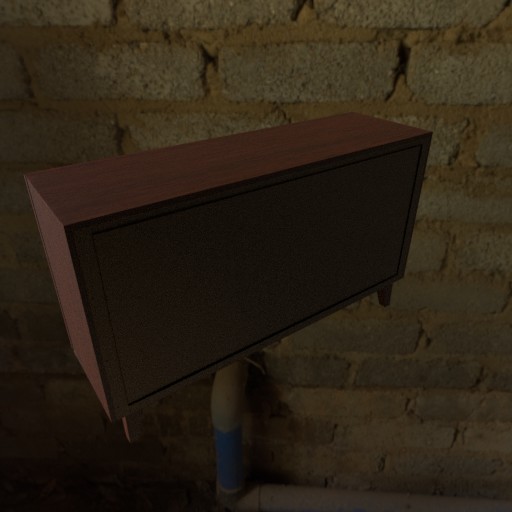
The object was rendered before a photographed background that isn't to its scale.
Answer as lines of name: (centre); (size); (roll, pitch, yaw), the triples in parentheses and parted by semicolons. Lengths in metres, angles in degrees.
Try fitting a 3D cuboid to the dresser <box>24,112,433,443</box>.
dresser: (0.000, 0.000, 1.998); (1.609, 0.971, 0.499); (-20, 36, -30)
